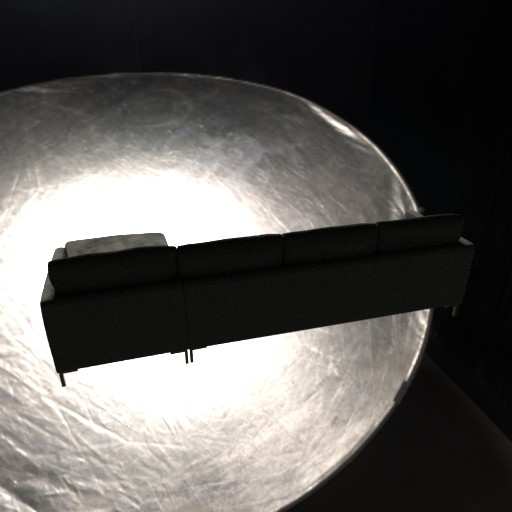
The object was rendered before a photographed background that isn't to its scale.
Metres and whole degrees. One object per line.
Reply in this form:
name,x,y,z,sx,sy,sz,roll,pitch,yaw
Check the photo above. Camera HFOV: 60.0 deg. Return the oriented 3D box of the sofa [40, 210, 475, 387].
sofa,0.000,0.000,3.216,2.725,0.756,1.255,-7,26,-14
